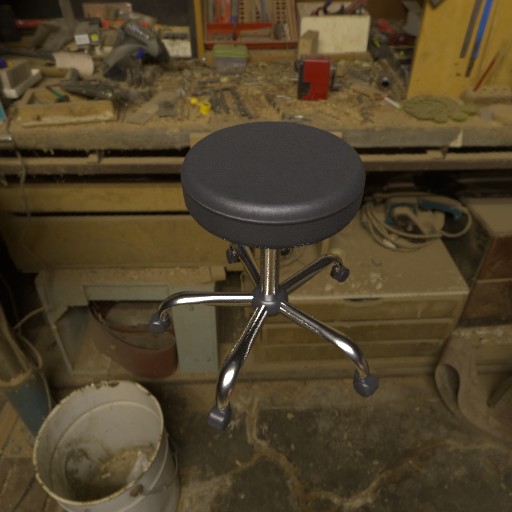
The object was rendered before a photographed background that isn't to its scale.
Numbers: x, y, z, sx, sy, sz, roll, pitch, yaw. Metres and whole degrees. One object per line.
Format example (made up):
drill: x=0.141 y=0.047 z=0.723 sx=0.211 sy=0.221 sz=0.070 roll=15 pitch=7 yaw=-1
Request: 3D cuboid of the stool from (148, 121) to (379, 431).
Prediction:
stool: x=0.000 y=0.000 z=1.152 sx=0.638 sy=0.576 sz=0.673 roll=0 pitch=41 yaw=0
